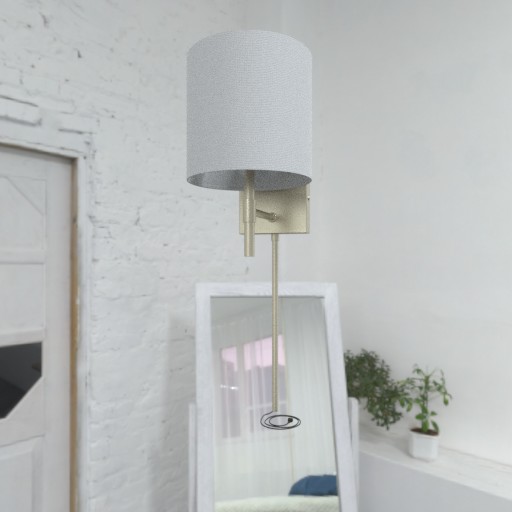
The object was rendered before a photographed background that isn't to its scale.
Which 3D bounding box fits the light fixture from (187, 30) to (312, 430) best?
[{"bbox_3d":[0.000,0.000,0.699,0.188,0.589,0.248,0,0,19],"label":"light fixture"}]
